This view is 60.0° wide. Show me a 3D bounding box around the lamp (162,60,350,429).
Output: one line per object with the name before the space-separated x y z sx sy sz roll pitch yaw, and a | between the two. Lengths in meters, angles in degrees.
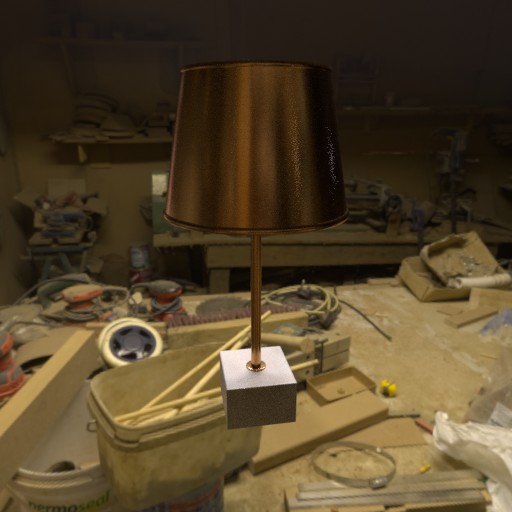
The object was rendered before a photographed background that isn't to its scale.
lamp | 0.000 0.000 0.520 0.208 0.406 0.208 0 18 0
